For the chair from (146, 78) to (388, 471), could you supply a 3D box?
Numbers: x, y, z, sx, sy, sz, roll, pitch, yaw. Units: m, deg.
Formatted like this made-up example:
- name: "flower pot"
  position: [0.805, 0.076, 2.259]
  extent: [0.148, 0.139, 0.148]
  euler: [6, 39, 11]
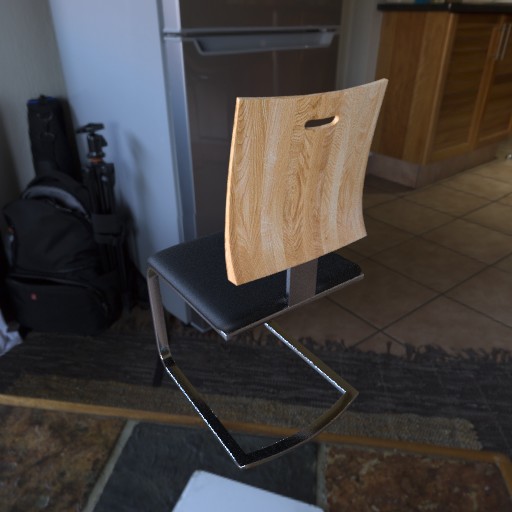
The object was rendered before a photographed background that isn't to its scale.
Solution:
- name: "chair"
  position: [0.000, 0.000, 1.224]
  extent: [0.462, 0.936, 0.560]
  euler: [-20, 35, -30]
